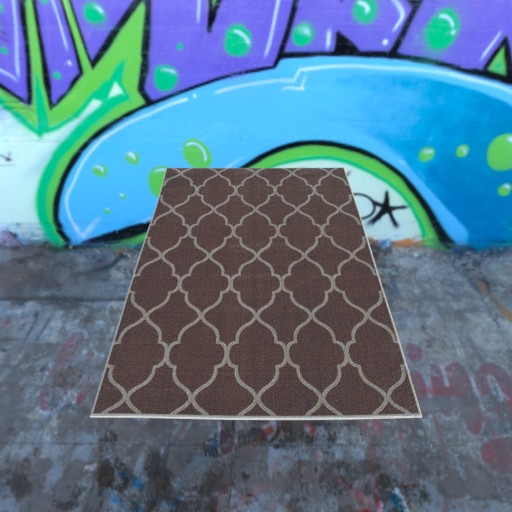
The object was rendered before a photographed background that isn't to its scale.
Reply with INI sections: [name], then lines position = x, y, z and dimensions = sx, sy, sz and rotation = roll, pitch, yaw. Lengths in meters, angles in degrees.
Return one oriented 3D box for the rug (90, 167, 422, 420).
[rug]
position = 0.000, 0.000, 2.888
dimensions = 1.528, 0.014, 2.294
rotation = 0, 41, 0
